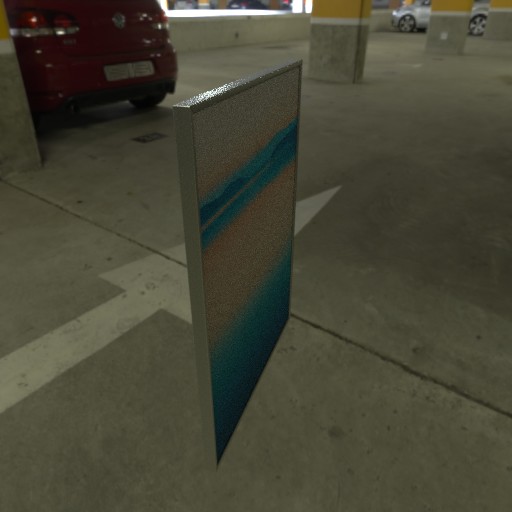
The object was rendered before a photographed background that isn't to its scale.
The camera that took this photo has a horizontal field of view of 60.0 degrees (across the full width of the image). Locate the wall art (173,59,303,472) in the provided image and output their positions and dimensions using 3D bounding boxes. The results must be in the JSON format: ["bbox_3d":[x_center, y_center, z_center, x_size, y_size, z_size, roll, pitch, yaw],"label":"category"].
[{"bbox_3d":[0.000,0.000,1.396,0.037,1.062,0.801,10,31,17],"label":"wall art"}]
